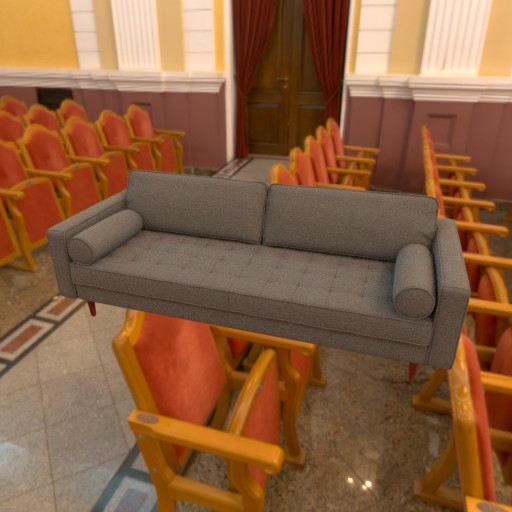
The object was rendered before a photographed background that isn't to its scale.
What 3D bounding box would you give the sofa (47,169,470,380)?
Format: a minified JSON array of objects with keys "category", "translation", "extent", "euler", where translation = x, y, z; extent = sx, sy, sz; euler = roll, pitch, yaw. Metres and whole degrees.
[{"category":"sofa","translation":[0.000,0.000,2.617],"extent":[2.198,0.762,0.914],"euler":[8,27,16]}]
